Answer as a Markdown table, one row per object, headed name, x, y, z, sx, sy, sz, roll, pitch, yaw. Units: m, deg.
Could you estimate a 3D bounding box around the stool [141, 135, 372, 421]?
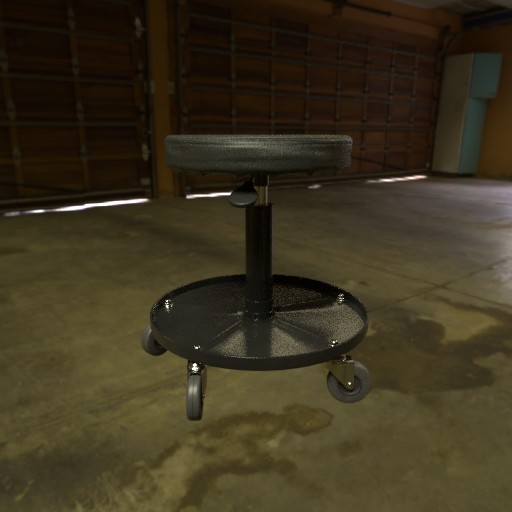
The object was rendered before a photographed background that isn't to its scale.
| name | x | y | z | sx | sy | sz | roll | pitch | yaw |
| --- | --- | --- | --- | --- | --- | --- | --- | --- | --- |
| stool | 0.000 | 0.000 | 0.693 | 0.381 | 0.365 | 0.382 | 2 | 16 | 8 |
